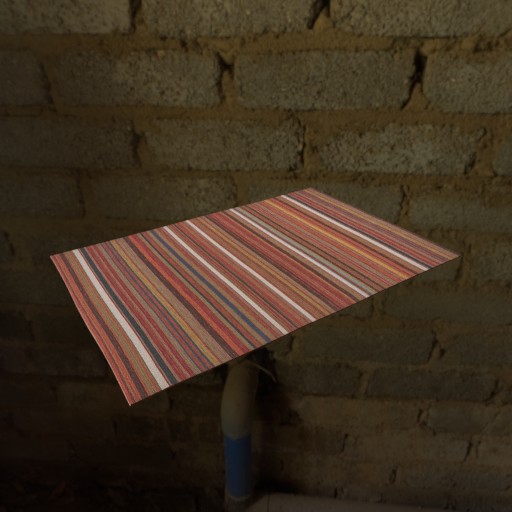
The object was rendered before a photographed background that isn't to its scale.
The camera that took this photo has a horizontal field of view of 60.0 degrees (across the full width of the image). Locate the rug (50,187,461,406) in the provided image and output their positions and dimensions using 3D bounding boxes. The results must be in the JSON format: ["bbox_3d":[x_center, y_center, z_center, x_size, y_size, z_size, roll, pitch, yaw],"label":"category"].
[{"bbox_3d":[0.000,0.000,2.362,1.828,0.007,1.217,-18,34,-29],"label":"rug"}]
